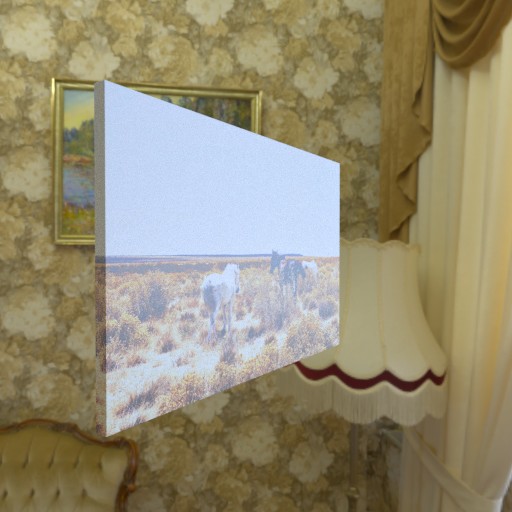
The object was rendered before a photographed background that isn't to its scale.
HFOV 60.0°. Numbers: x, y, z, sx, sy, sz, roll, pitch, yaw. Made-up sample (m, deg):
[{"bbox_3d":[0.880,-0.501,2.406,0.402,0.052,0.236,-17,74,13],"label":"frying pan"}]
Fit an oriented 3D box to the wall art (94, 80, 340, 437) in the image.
[{"bbox_3d":[0.000,0.000,1.886,0.051,1.016,1.520,1,1,36],"label":"wall art"}]
